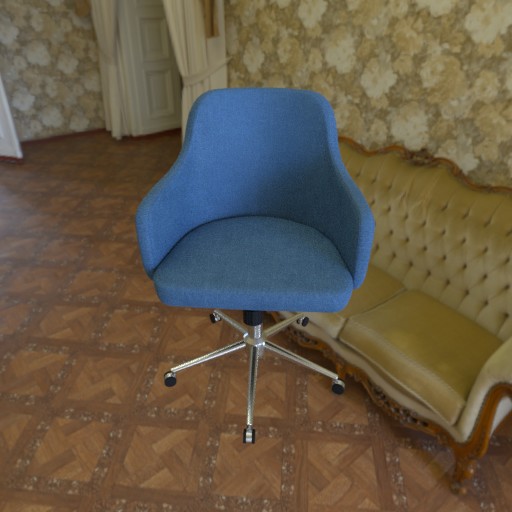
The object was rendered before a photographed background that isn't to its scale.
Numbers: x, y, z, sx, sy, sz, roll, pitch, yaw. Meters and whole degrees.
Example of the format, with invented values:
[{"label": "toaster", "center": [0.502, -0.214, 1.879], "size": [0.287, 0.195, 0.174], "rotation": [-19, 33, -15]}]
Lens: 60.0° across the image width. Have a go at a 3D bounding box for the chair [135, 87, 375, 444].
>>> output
[{"label": "chair", "center": [0.000, 0.000, 1.279], "size": [0.599, 0.820, 0.655], "rotation": [2, 31, 3]}]
